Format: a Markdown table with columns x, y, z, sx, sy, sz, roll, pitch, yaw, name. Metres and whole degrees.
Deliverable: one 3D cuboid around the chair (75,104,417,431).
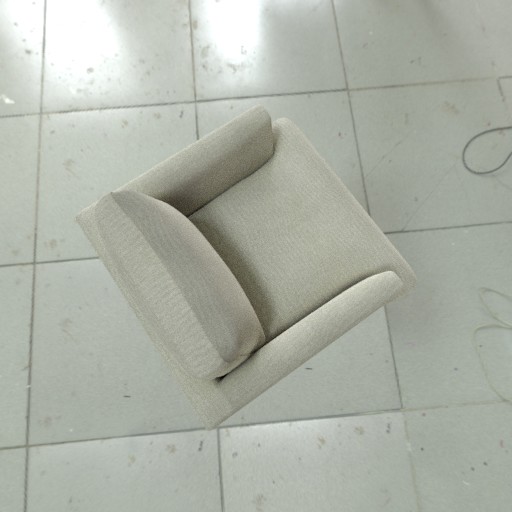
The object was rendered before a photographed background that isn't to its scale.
| x | y | z | sx | sy | sz | roll | pitch | yaw | name |
| --- | --- | --- | --- | --- | --- | --- | --- | --- | --- |
| 0.000 | 0.000 | 1.639 | 0.899 | 0.957 | 0.858 | -34 | 77 | -9 | chair |
